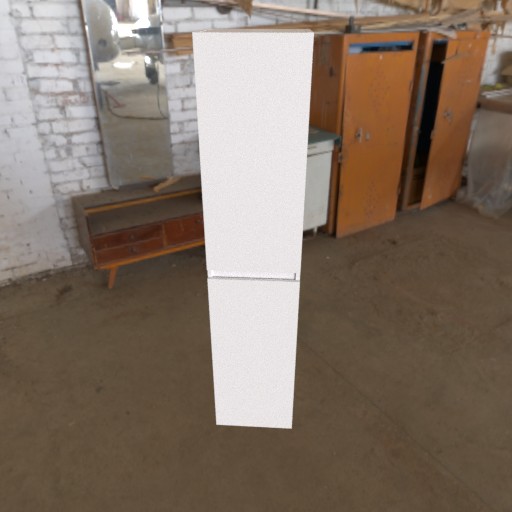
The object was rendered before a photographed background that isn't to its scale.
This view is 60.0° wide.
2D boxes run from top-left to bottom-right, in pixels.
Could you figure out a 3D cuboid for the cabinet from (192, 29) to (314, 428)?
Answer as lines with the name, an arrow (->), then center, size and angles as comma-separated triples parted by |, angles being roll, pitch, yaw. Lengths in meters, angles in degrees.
cabinet -> 0.000, 0.000, 1.543 | 0.300, 1.400, 0.269 | 2, 29, 3
